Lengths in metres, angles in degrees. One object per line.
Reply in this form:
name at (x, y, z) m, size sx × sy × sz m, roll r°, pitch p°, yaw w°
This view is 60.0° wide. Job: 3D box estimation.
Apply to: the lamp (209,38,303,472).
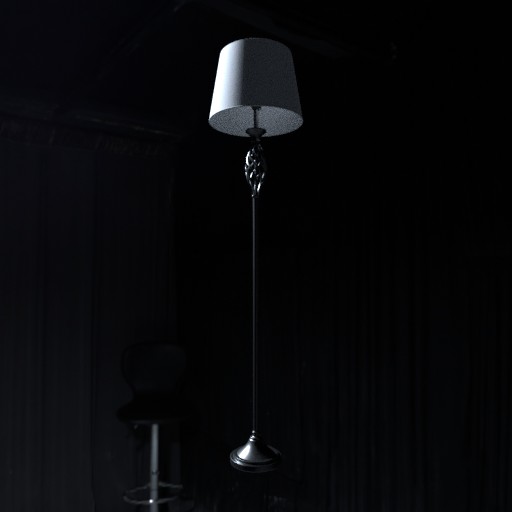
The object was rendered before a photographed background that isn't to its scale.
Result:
lamp at (0.000, 0.000, 1.779) m, size 0.379 × 1.623 × 0.379 m, roll 0°, pitch -2°, yaw 0°
